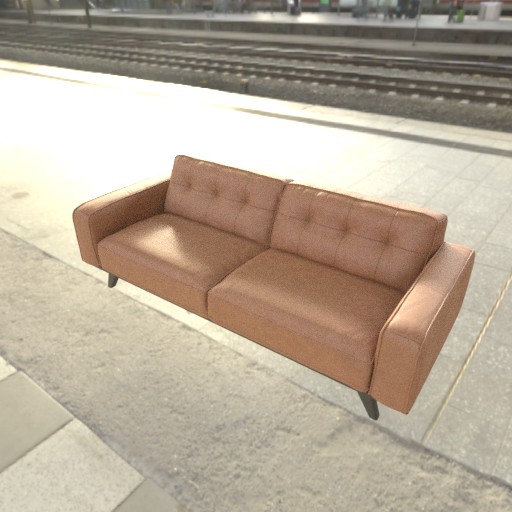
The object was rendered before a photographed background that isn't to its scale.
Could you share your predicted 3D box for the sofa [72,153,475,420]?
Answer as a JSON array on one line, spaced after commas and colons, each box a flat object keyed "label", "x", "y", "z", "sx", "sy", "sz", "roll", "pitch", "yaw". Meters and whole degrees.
[{"label": "sofa", "x": 0.000, "y": 0.000, "z": 2.686, "sx": 2.270, "sy": 0.780, "sz": 0.953, "roll": 20, "pitch": 36, "yaw": 30}]
